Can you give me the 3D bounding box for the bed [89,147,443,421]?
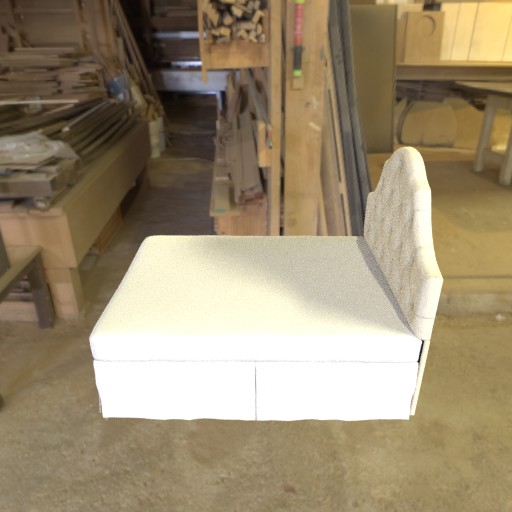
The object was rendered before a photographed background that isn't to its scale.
[{"bbox_3d":[0.000,0.000,3.248,2.092,1.575,1.627,0,26,0],"label":"bed"}]
